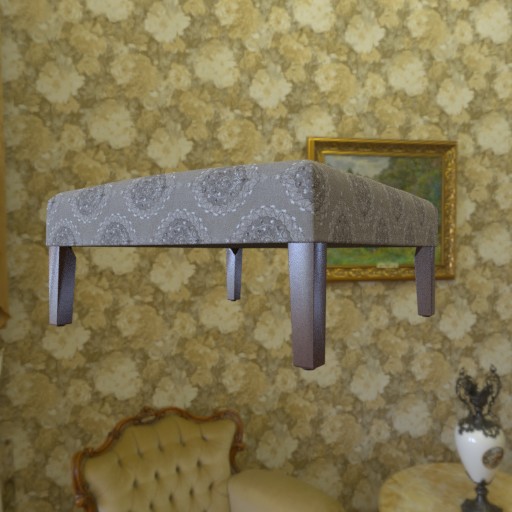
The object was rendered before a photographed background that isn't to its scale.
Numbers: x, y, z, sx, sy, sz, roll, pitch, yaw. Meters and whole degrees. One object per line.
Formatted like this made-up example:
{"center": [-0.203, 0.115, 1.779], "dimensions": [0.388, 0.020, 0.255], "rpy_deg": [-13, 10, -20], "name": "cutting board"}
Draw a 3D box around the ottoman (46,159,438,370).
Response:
{"center": [0.000, 0.000, 1.398], "dimensions": [0.890, 0.411, 0.889], "rpy_deg": [0, 1, 35], "name": "ottoman"}
